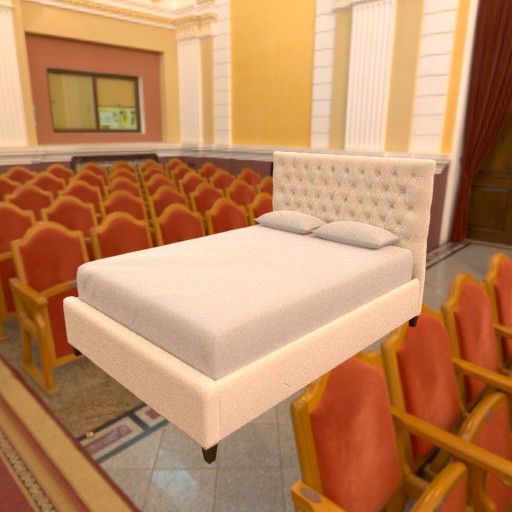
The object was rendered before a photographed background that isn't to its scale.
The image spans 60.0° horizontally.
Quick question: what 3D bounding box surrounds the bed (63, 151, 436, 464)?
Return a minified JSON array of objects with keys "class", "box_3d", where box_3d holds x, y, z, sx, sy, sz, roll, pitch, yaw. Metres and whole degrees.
[{"class":"bed","box_3d":[0.000,0.000,3.431,1.698,1.427,2.387,16,23,42]}]
